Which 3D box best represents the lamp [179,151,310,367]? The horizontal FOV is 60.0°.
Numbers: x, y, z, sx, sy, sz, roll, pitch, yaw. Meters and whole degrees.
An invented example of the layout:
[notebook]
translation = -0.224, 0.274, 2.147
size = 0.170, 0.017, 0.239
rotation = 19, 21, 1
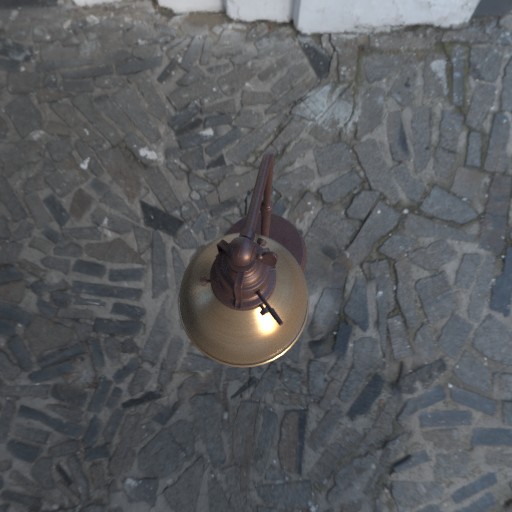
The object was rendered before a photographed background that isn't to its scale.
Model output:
[lamp]
translation = 0.000, 0.000, 0.602
size = 0.175, 0.469, 0.298
rotation = 16, 76, 4
